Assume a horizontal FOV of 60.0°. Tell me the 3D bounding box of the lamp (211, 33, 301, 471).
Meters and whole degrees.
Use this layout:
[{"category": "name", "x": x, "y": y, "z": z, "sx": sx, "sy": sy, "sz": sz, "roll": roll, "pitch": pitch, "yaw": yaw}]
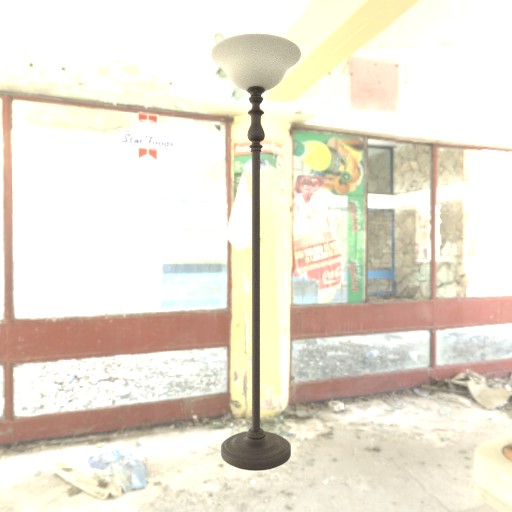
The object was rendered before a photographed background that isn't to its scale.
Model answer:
[{"category": "lamp", "x": 0.000, "y": 0.000, "z": 1.990, "sx": 0.405, "sy": 1.797, "sz": 0.405, "roll": 0, "pitch": 0, "yaw": 1}]
